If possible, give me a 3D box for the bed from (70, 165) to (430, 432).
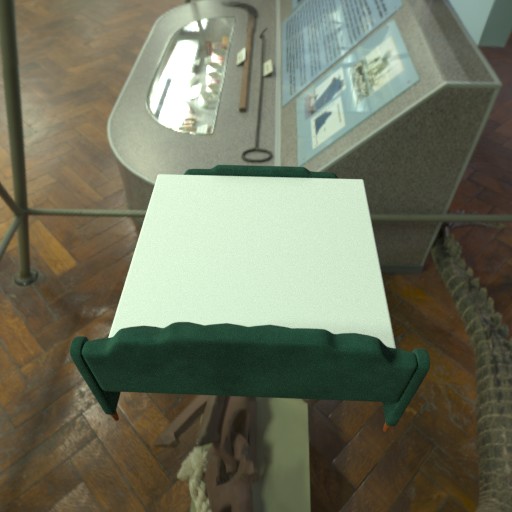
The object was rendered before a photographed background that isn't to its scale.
[{"bbox_3d":[0.000,0.000,3.595,2.074,1.245,2.340,2,48,2],"label":"bed"}]
